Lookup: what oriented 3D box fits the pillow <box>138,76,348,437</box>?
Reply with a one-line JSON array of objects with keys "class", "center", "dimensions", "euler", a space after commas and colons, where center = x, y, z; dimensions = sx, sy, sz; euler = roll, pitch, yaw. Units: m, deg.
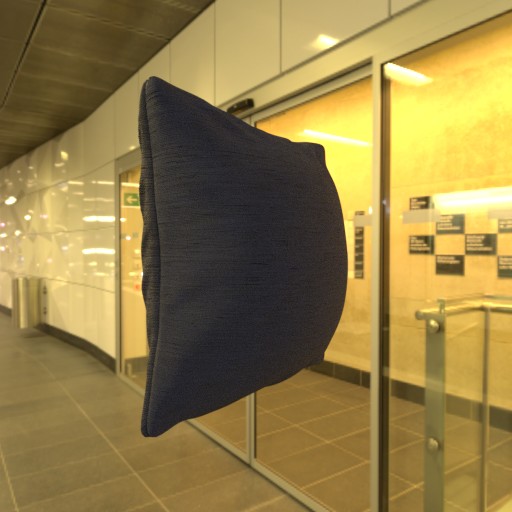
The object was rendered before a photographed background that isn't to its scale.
[{"class": "pillow", "center": [0.000, 0.000, 0.672], "dimensions": [0.246, 0.414, 0.432], "euler": [1, 1, 35]}]
